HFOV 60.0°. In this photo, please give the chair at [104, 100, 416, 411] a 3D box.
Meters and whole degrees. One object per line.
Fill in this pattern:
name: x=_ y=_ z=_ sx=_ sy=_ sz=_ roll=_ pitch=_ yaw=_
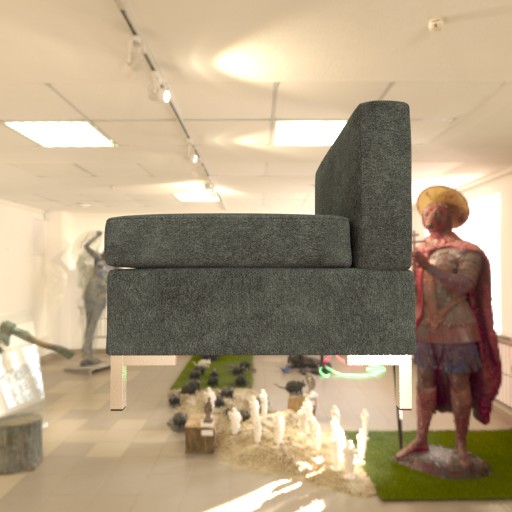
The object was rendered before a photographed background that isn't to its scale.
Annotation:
chair: x=0.000 y=0.000 z=1.258 sx=0.680 sy=0.660 sz=0.680 roll=0 pitch=-1 yaw=0
